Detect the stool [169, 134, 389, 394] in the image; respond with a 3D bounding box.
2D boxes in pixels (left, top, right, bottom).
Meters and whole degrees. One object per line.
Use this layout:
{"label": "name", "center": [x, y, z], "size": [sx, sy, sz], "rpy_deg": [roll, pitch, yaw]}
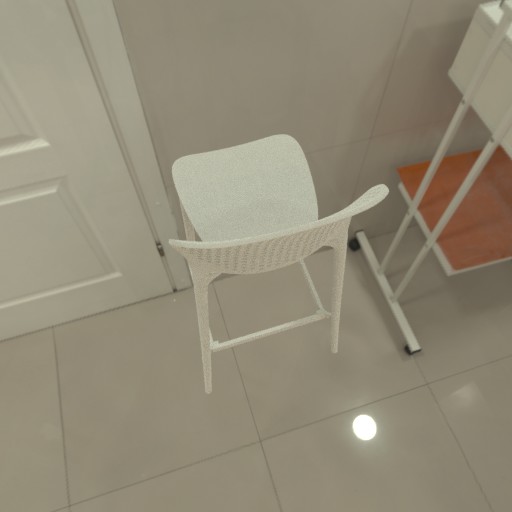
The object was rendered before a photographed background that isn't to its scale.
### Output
{"label": "stool", "center": [0.000, 0.000, 1.367], "size": [0.536, 1.045, 0.535], "rpy_deg": [-15, 61, -9]}
